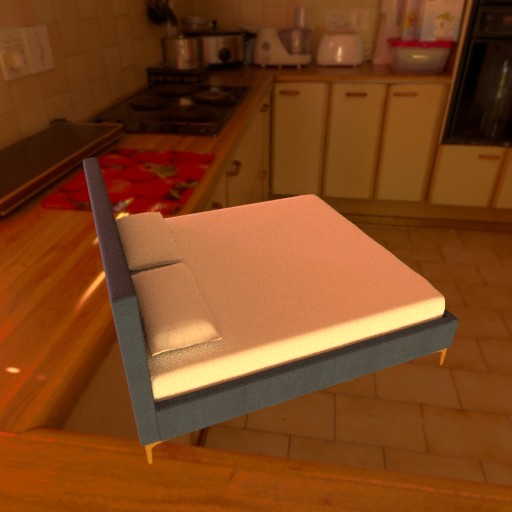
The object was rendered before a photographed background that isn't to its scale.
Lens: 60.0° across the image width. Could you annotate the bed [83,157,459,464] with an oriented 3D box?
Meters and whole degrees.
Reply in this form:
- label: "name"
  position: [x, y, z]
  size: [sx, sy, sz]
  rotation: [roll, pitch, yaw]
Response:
- label: "bed"
  position: [0.000, 0.000, 3.468]
  size: [2.232, 1.231, 2.096]
  rotation: [-12, 33, -18]
